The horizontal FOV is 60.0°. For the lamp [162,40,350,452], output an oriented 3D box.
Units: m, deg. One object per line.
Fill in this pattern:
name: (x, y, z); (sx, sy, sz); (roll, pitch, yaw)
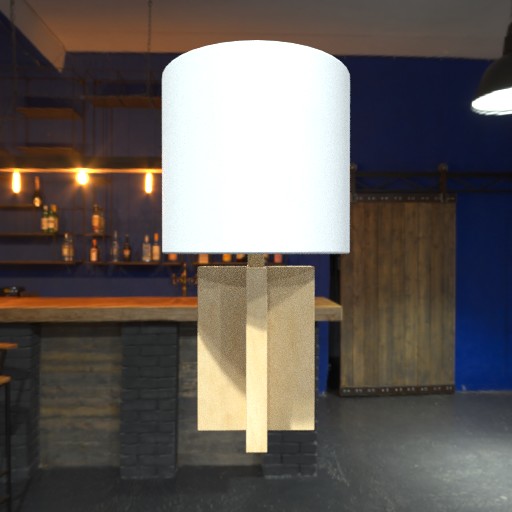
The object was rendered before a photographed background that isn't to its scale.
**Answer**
lamp: (0.000, 0.000, 0.553); (0.229, 0.428, 0.229); (0, 1, -1)
